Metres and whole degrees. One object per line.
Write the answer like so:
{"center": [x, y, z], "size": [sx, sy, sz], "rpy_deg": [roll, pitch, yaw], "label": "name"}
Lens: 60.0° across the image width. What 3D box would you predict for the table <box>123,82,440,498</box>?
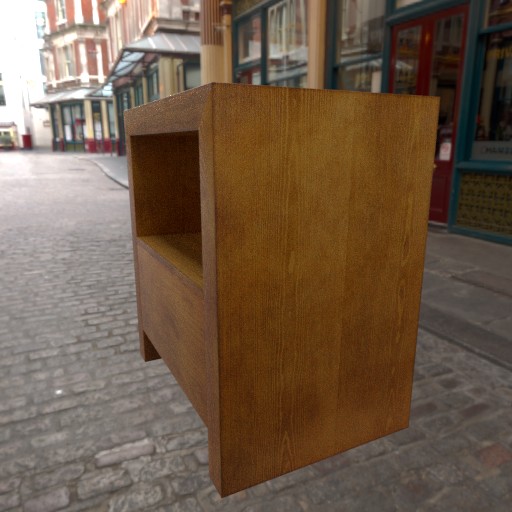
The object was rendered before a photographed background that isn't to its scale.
{"center": [0.000, 0.000, 0.937], "size": [0.400, 0.605, 0.550], "rpy_deg": [-7, 16, -26], "label": "table"}
